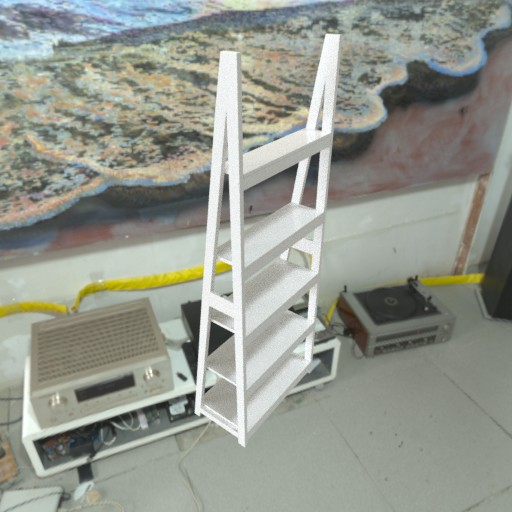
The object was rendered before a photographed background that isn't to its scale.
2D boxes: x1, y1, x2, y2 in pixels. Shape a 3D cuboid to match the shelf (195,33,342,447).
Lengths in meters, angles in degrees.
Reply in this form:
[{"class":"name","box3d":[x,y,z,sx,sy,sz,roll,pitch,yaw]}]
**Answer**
[{"class":"shelf","box3d":[0.000,0.000,2.013,0.341,1.779,0.636,22,38,31]}]
